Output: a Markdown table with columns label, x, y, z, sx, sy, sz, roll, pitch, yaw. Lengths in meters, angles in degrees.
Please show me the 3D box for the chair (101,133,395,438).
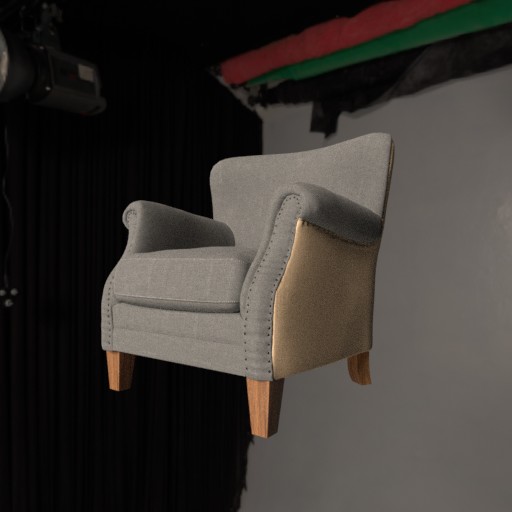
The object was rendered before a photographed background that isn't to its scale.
| label | x | y | z | sx | sy | sz | roll | pitch | yaw |
| --- | --- | --- | --- | --- | --- | --- | --- | --- | --- |
| chair | 0.000 | 0.000 | 1.649 | 0.861 | 0.936 | 0.921 | 0 | -1 | 36 |
